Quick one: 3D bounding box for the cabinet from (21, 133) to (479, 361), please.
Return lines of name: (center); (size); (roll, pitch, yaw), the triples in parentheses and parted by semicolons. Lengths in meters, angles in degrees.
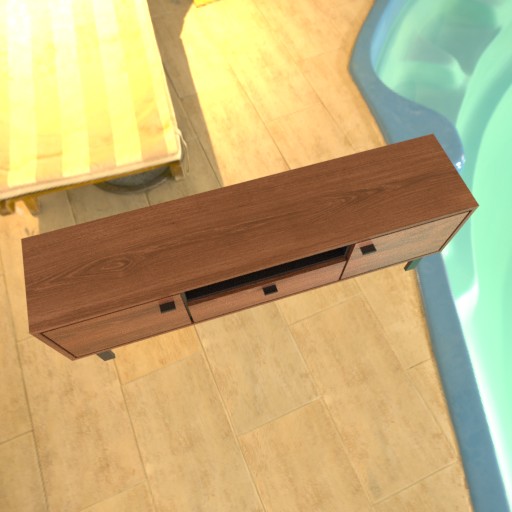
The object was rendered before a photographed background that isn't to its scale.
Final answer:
cabinet: (0.000, 0.000, 1.846); (1.650, 0.500, 0.400); (-16, 64, -8)
